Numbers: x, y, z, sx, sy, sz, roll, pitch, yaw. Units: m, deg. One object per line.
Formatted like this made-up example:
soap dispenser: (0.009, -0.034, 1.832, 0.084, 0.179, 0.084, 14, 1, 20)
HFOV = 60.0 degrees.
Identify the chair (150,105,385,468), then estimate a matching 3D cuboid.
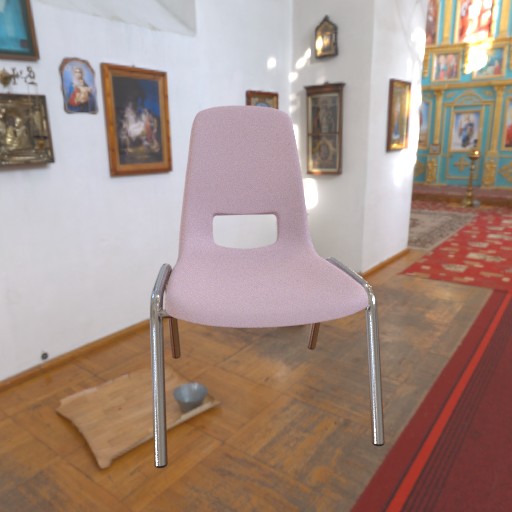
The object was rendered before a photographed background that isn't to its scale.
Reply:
chair: (0.000, 0.000, 0.785, 0.354, 0.536, 0.385, -2, 14, -8)
